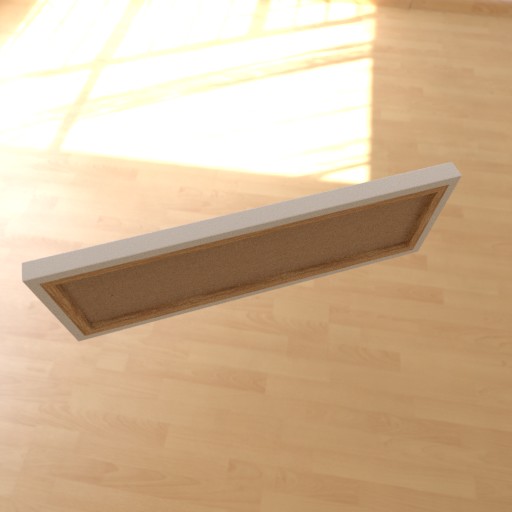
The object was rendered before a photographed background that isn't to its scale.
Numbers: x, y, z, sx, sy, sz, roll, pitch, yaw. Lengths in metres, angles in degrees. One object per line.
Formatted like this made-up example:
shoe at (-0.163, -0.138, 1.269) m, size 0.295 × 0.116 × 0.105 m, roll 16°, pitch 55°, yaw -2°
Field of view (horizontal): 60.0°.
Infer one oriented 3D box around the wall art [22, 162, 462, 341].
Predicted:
wall art at (0.000, 0.000, 0.859) m, size 0.763 × 0.255 × 0.038 m, roll -14°, pitch 59°, yaw -9°
